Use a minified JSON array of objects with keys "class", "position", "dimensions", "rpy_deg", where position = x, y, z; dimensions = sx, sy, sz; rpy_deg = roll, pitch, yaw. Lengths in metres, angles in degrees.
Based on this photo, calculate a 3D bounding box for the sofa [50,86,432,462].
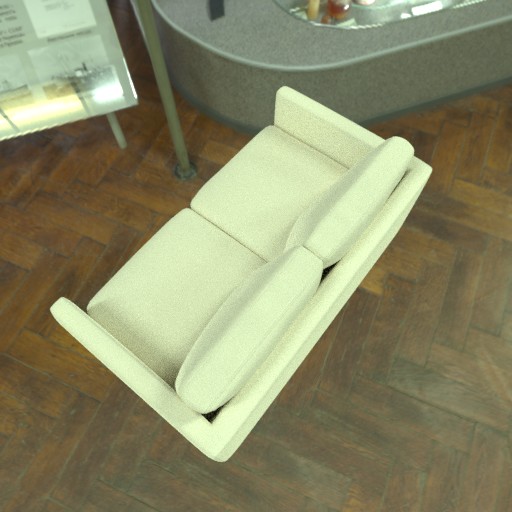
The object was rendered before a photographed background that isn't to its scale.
[{"class":"sofa","position":[0.000,0.000,2.247],"dimensions":[0.964,0.888,1.702],"rpy_deg":[35,69,16]}]
